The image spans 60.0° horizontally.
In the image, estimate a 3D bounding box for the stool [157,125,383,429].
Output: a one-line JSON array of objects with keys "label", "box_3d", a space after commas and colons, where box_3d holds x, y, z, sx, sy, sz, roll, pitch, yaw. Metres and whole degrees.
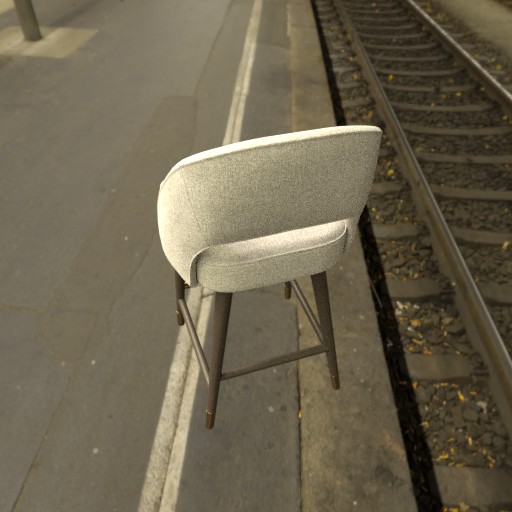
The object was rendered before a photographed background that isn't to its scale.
[{"label": "stool", "box_3d": [0.000, 0.000, 1.235, 0.494, 0.940, 0.509, -12, 42, -14]}]
